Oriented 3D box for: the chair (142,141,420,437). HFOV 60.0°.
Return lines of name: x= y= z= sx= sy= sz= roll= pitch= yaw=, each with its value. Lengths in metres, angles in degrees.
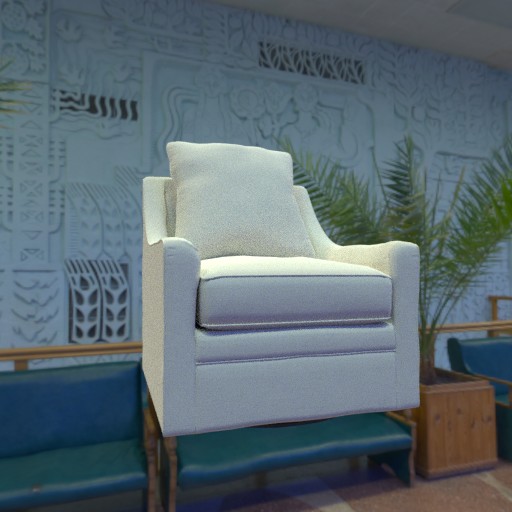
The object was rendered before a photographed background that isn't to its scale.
chair: x=0.000 y=0.000 z=1.609 sx=0.756 sy=0.965 sz=0.876 roll=0 pitch=-2 yaw=-18
